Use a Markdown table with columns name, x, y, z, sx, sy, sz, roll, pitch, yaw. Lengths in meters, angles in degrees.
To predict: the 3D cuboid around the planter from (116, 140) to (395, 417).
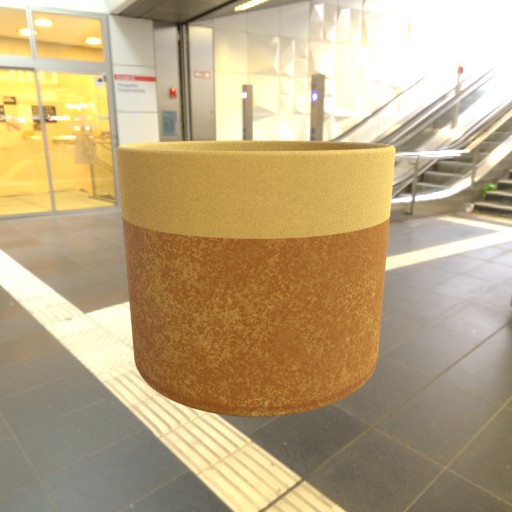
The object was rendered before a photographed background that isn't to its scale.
| name | x | y | z | sx | sy | sz | roll | pitch | yaw |
| --- | --- | --- | --- | --- | --- | --- | --- | --- | --- |
| planter | 0.000 | 0.000 | 0.282 | 0.159 | 0.138 | 0.159 | 0 | 16 | 0 |
